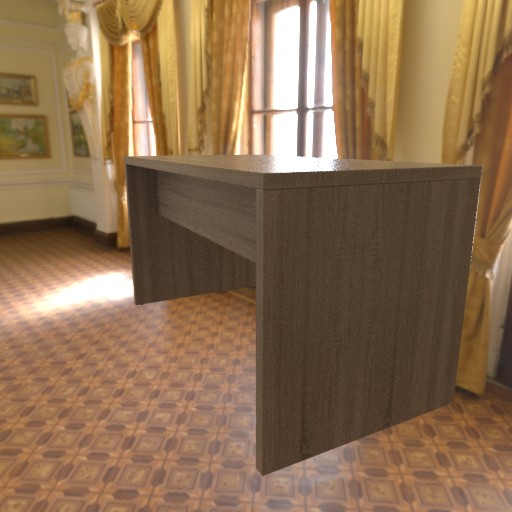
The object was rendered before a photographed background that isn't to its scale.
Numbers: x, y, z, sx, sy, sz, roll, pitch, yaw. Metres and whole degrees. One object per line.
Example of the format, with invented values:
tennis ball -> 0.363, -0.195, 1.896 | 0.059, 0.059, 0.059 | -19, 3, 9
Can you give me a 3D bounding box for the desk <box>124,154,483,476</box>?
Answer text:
desk -> 0.000, 0.000, 1.752 | 0.690, 0.745, 1.380 | -7, 16, -27
